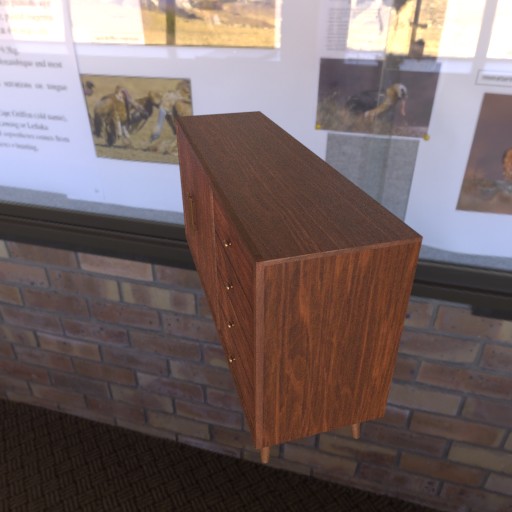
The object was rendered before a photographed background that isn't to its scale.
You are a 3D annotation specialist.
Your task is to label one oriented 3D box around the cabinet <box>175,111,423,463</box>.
[{"bbox_3d":[0.000,0.000,2.058,0.505,0.940,1.575,-9,32,-14],"label":"cabinet"}]
